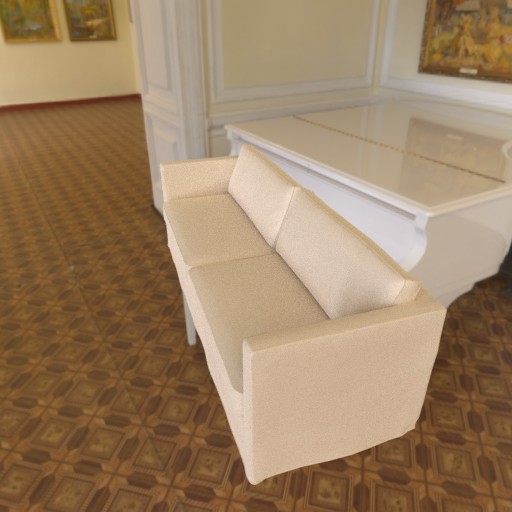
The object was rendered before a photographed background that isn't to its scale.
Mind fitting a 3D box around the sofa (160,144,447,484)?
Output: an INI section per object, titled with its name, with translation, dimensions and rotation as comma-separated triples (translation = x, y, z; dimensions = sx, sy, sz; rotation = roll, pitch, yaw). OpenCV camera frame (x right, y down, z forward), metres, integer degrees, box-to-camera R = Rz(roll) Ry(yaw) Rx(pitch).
[sofa]
translation = 0.000, 0.000, 3.256
dimensions = 1.036, 0.999, 2.779
rotation = -9, 30, -16
